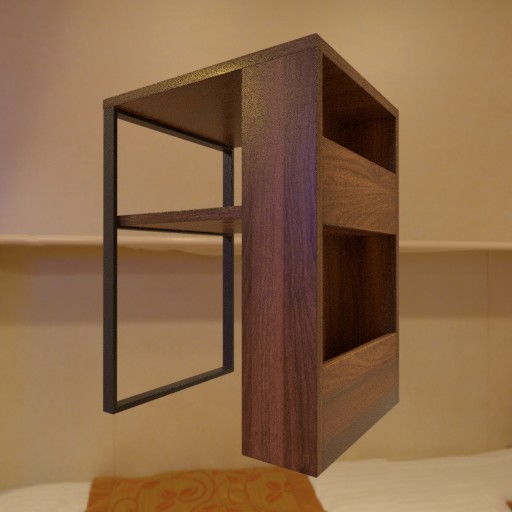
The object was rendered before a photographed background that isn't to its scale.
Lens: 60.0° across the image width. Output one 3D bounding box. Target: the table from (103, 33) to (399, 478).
[{"bbox_3d":[0.000,0.000,1.527,0.786,1.041,0.660,0,0,34],"label":"table"}]
